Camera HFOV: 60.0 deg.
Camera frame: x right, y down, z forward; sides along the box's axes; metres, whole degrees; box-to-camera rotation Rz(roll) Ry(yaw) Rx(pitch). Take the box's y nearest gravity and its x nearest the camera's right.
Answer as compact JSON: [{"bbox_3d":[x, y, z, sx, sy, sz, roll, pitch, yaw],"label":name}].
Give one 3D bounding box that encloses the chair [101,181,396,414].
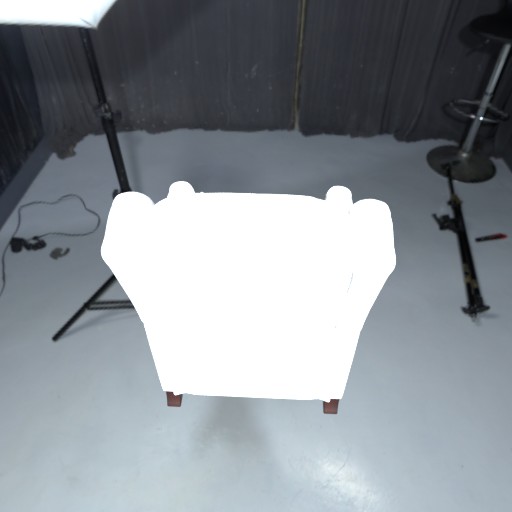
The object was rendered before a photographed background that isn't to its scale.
[{"bbox_3d":[0.000,0.000,1.614,0.742,1.035,0.902,2,45,2],"label":"chair"}]
